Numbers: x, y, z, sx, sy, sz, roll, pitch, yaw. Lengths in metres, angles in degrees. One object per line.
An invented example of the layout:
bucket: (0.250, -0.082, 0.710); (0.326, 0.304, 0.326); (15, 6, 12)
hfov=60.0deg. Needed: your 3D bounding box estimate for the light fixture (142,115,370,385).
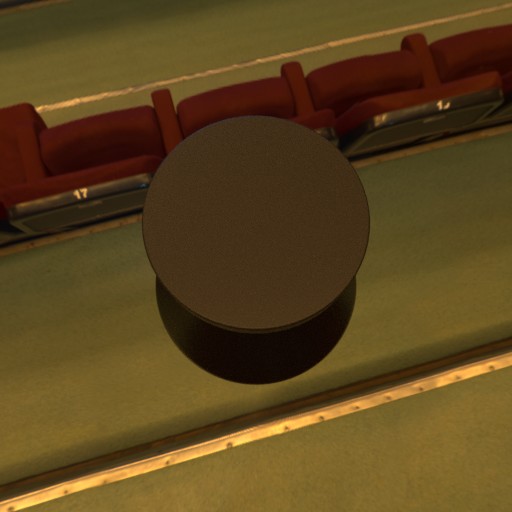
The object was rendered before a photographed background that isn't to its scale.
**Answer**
light fixture: (0.000, 0.000, 0.357); (0.200, 0.183, 0.200); (0, 74, 0)
